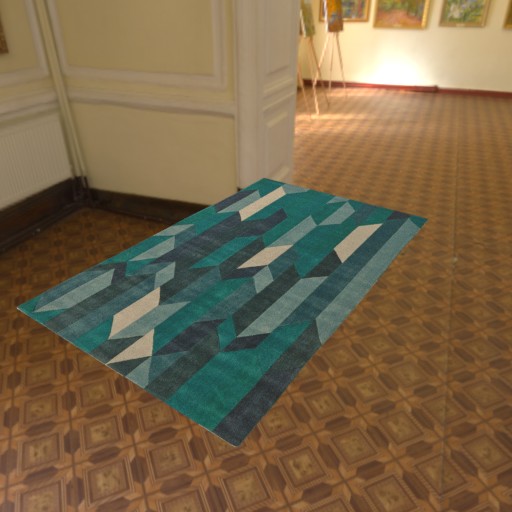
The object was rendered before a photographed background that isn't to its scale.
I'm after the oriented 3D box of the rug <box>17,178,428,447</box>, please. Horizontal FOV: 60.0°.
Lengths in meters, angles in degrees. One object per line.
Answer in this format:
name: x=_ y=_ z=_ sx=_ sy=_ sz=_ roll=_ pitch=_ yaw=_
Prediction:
rug: x=0.000 y=0.000 z=2.907 sx=1.528 sy=0.005 sz=2.420 roll=20 pitch=36 yaw=30
